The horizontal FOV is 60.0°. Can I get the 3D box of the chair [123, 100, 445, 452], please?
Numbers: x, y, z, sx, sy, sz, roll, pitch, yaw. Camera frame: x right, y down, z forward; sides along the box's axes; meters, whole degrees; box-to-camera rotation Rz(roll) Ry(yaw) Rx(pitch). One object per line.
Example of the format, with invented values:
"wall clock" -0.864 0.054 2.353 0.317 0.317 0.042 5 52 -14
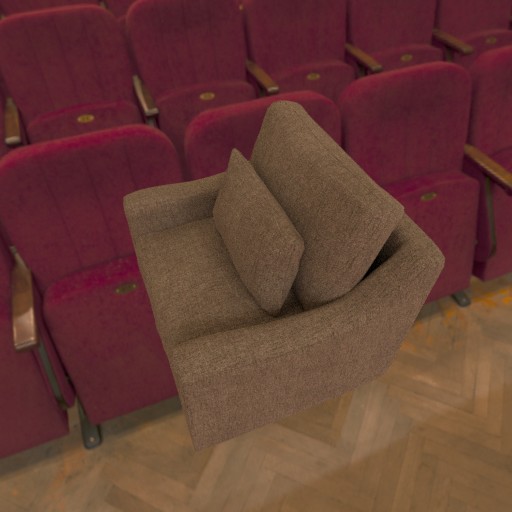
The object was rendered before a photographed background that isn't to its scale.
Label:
"chair" 0.000 0.000 2.002 1.009 1.037 1.138 -16 48 -15
